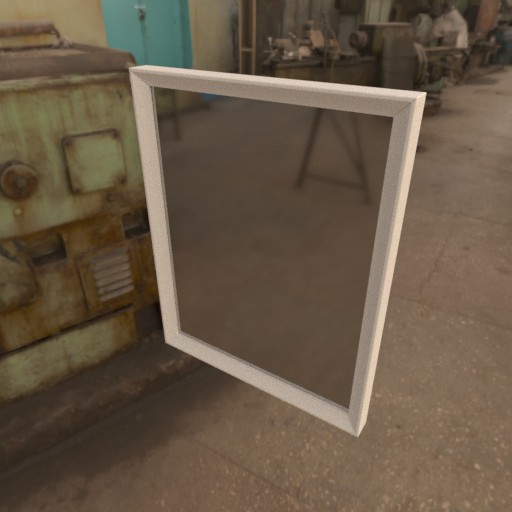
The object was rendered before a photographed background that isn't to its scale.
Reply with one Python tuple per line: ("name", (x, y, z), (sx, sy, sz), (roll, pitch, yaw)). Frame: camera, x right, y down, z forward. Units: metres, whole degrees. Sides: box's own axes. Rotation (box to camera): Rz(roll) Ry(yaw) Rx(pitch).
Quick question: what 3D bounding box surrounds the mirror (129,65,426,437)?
("mirror", (0.000, 0.000, 0.675), (0.406, 0.509, 0.041), (18, 35, 28))
